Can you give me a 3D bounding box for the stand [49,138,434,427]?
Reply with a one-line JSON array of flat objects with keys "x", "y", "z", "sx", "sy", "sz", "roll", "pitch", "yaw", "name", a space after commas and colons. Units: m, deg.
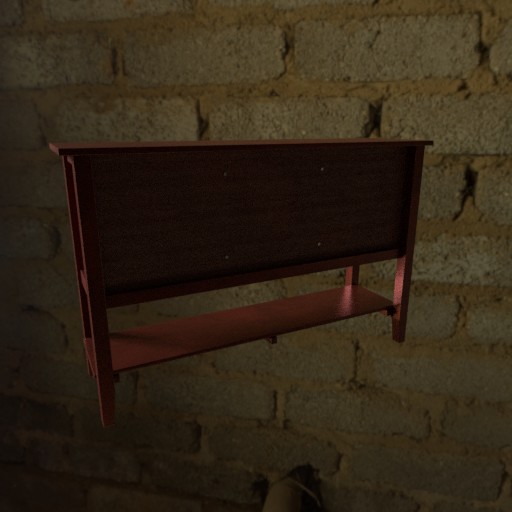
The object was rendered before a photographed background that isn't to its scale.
[{"x": 0.000, "y": 0.000, "z": 1.744, "sx": 1.362, "sy": 0.872, "sz": 0.410, "roll": -8, "pitch": 18, "yaw": -26, "name": "stand"}]
